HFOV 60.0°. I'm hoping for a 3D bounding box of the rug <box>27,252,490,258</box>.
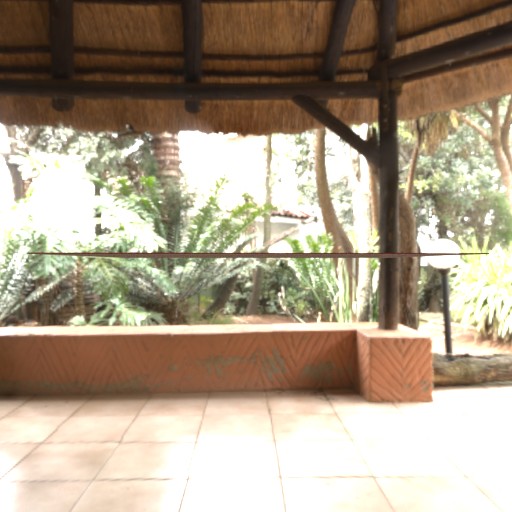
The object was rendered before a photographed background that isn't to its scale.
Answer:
[{"bbox_3d":[0.000,0.000,3.947,2.929,0.012,2.300,0,-1,-2],"label":"rug"}]
